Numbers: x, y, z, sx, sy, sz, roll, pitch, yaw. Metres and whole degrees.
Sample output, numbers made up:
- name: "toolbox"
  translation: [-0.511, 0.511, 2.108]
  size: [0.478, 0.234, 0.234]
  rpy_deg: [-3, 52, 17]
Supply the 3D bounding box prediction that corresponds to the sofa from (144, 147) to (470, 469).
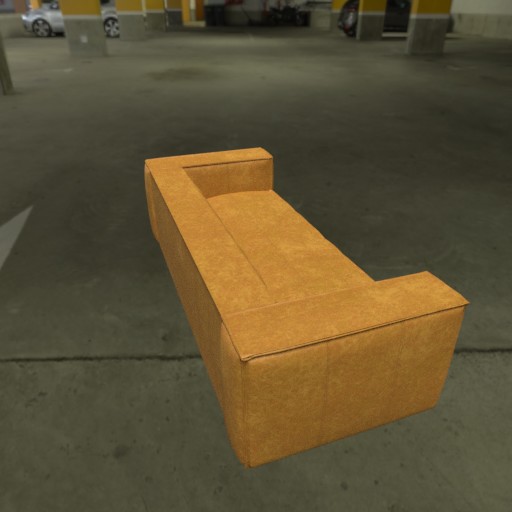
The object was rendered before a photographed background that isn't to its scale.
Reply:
- name: "sofa"
  translation: [0.000, 0.000, 2.945]
  size: [1.102, 0.701, 2.581]
  rpy_deg: [-10, 31, -17]
